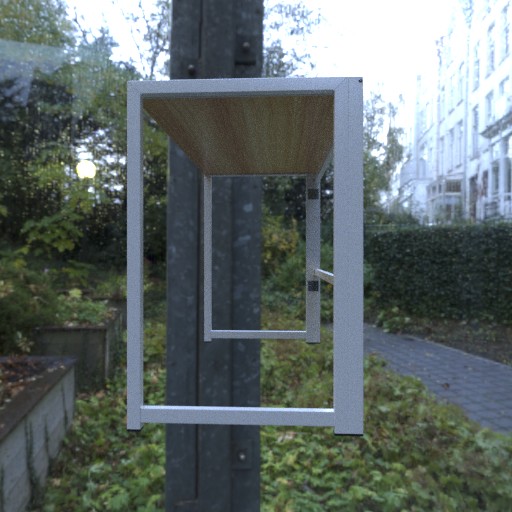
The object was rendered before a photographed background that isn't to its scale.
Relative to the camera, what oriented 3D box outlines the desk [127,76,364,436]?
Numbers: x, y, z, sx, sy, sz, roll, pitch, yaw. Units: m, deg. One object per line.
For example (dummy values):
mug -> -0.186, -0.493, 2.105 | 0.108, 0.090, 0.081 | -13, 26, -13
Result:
desk -> 0.000, 0.000, 1.454 | 0.508, 0.762, 1.016 | 0, 0, 3
